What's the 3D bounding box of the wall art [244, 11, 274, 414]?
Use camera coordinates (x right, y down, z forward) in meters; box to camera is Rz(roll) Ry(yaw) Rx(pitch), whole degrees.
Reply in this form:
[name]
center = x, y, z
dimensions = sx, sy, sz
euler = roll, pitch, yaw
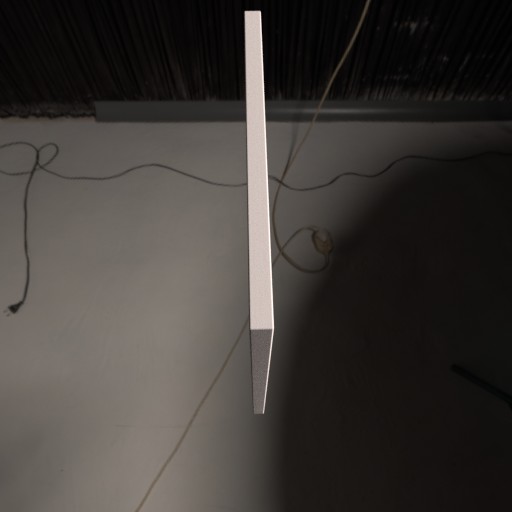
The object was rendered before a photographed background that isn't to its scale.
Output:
[wall art]
center = 0.000, 0.000, 1.573
dimensions = 0.046, 1.221, 0.914
euler = -1, 63, -1
